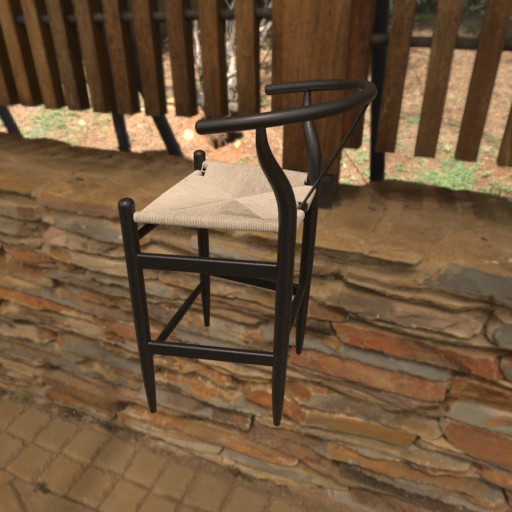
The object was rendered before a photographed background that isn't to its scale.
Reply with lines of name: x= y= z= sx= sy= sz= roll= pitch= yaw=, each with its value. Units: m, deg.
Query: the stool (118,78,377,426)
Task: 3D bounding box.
stool: x=0.000 y=0.000 z=1.312 sx=0.579 sy=0.970 sz=0.569 roll=8 pitch=29 yaw=14
